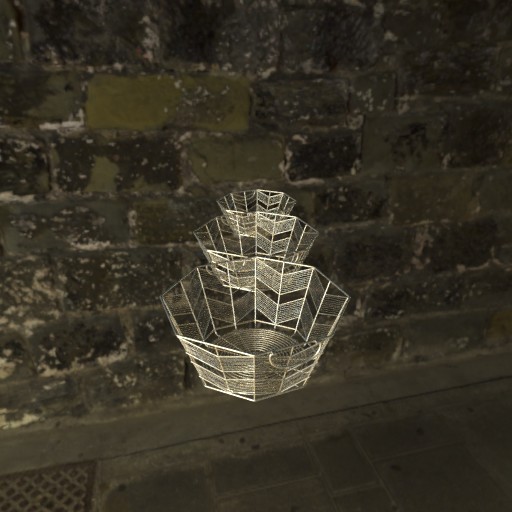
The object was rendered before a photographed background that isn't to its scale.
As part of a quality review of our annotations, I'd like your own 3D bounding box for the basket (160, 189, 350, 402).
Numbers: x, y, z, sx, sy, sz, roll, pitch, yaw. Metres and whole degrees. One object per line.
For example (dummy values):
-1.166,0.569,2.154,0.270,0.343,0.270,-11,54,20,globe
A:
0.000,0.000,1.410,0.432,0.178,1.246,0,25,0,basket
